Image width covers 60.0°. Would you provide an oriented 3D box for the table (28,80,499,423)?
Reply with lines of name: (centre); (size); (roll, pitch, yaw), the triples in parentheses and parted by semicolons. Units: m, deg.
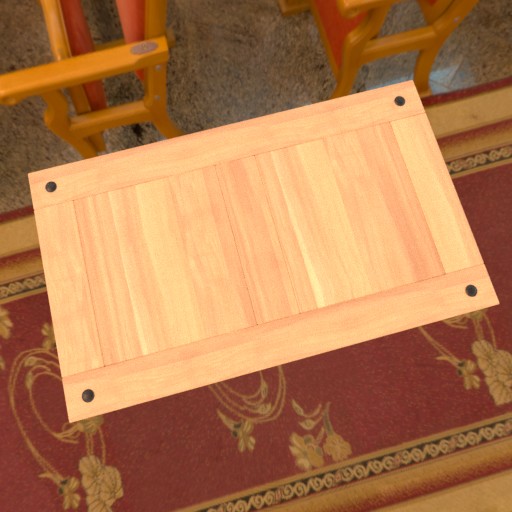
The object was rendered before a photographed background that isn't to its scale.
table: (0.000, 0.000, 1.261); (1.000, 0.437, 0.600); (-15, 78, -3)
